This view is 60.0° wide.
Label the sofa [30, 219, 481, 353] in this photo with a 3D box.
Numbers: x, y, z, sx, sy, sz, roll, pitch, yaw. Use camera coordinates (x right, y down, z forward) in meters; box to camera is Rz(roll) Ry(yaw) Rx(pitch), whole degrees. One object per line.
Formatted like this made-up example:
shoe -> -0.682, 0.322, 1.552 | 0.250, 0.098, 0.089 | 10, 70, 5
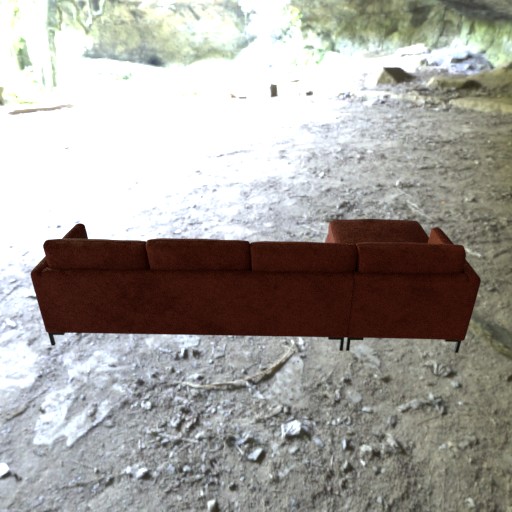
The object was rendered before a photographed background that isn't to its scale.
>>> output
sofa -> 0.000, 0.000, 2.938 | 2.467, 0.663, 1.136 | 1, 28, 1
